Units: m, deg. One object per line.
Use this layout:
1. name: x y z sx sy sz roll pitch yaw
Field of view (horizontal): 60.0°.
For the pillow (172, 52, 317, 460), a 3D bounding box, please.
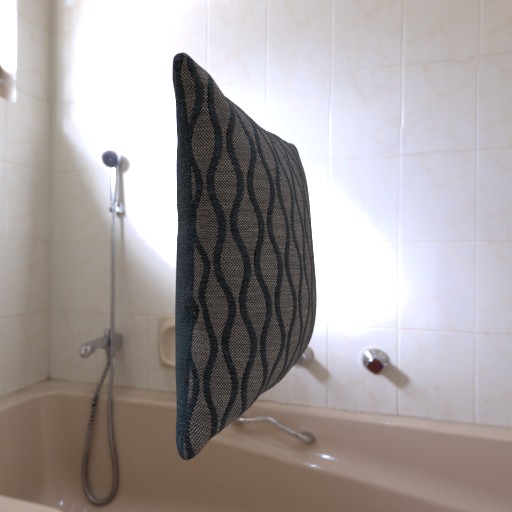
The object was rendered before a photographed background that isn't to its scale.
1. pillow: 0.000 0.000 0.660 0.159 0.435 0.435 0 0 19
